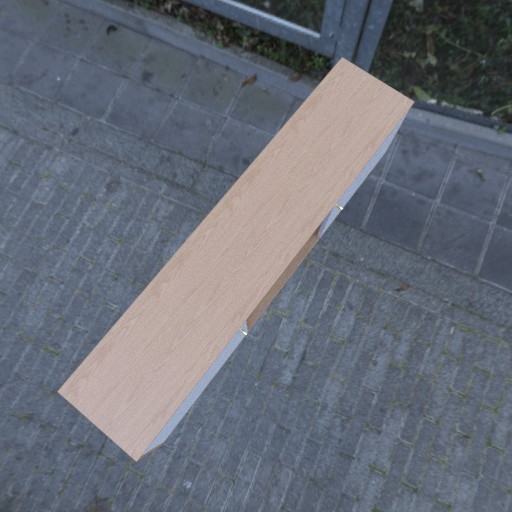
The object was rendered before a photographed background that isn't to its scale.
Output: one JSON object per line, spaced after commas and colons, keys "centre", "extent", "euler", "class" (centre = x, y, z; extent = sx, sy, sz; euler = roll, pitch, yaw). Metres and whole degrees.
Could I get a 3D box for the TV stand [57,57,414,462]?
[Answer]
{"centre": [0.000, 0.000, 1.987], "extent": [0.400, 0.580, 1.760], "euler": [36, 77, 10], "class": "TV stand"}
